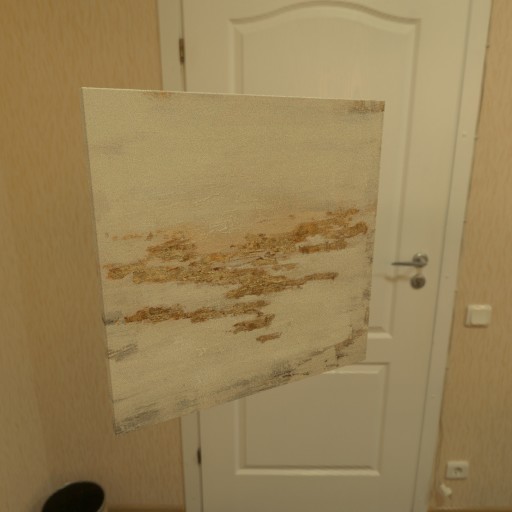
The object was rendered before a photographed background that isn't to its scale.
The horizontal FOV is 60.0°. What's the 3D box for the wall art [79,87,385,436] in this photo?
[{"bbox_3d":[0.000,0.000,1.107,0.753,0.755,0.038,-8,18,-27],"label":"wall art"}]
